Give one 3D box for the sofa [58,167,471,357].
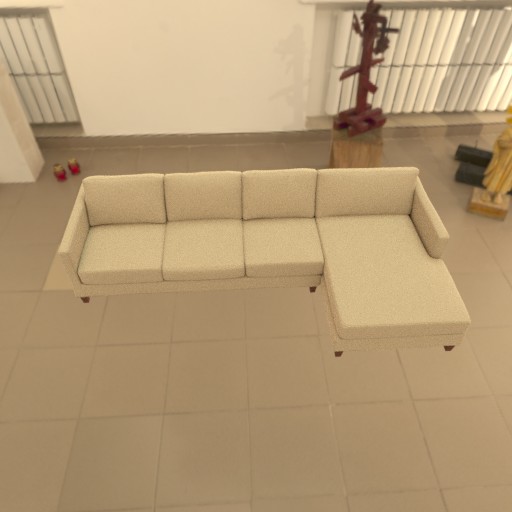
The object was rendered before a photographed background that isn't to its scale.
[{"bbox_3d":[0.000,0.000,3.811,3.186,0.861,1.625,-2,46,-2],"label":"sofa"}]
